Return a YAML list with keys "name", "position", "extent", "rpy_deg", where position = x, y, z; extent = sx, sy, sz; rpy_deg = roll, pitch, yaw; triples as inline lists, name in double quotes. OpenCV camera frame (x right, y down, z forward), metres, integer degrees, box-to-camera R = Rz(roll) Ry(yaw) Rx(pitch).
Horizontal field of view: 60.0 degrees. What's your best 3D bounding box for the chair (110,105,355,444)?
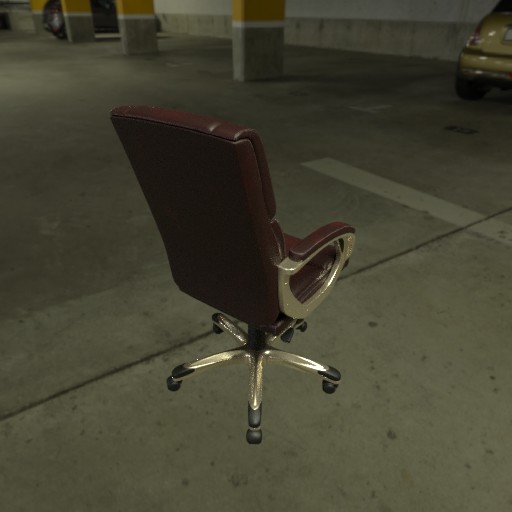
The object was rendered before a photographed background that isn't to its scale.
- name: "chair"
  position: [0.000, 0.000, 1.586]
  extent: [0.662, 1.107, 0.739]
  rpy_deg: [21, 35, 32]
